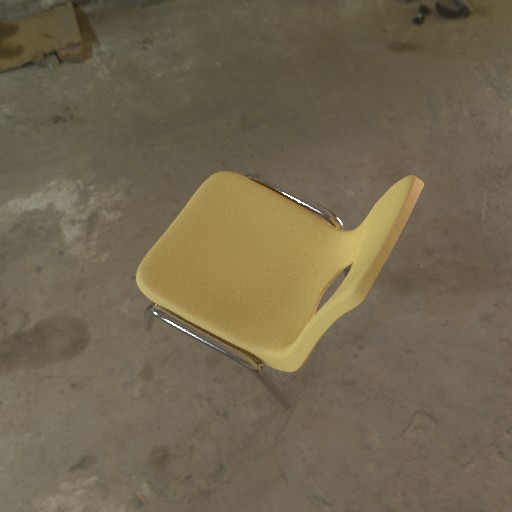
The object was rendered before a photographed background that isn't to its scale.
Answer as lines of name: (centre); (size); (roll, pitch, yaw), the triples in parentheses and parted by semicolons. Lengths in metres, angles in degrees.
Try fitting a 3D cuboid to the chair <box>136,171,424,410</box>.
chair: (0.000, 0.000, 0.785); (0.385, 0.536, 0.354); (28, 67, 13)
